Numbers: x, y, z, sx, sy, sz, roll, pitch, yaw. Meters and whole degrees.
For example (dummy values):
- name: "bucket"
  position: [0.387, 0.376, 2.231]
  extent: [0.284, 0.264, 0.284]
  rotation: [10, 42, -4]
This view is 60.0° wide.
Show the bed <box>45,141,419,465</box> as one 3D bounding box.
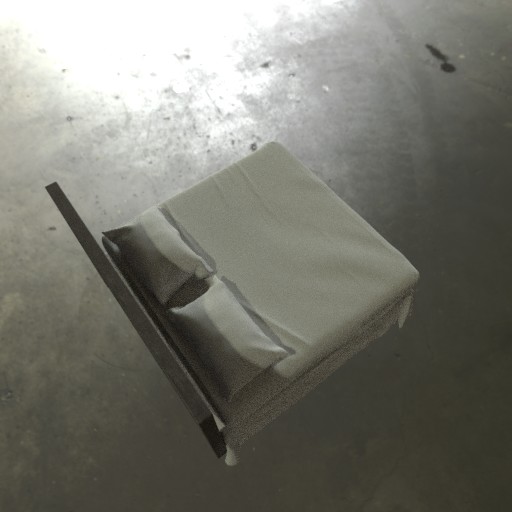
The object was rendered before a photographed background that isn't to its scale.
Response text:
- name: "bed"
  position: [0.000, 0.000, 2.945]
  extent: [1.785, 1.142, 1.772]
  rotation: [-33, 64, -18]
